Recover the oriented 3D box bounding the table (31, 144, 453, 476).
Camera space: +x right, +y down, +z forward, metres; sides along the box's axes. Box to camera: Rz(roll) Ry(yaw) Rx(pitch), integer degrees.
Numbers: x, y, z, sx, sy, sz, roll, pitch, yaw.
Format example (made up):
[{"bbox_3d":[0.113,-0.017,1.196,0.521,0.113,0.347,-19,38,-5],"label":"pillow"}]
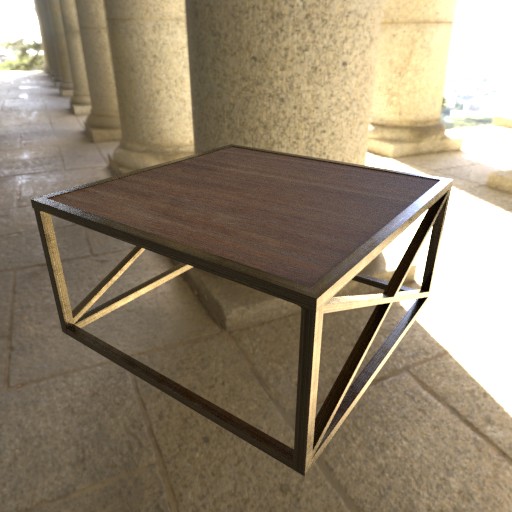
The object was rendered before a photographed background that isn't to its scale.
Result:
[{"bbox_3d":[0.000,0.000,1.427,0.909,0.451,0.899,18,31,32],"label":"table"}]
